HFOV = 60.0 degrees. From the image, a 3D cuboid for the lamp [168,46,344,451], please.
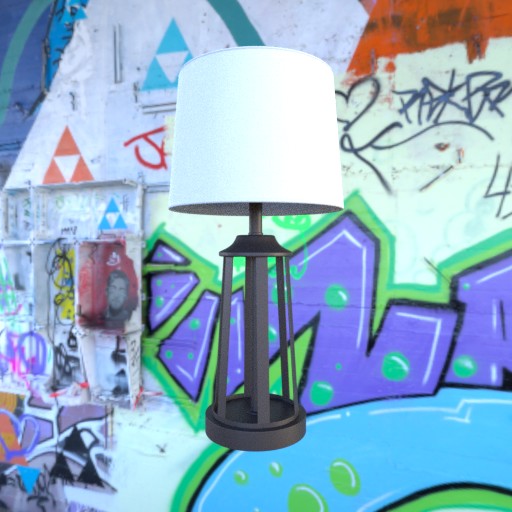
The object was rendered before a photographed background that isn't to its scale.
[{"bbox_3d":[0.000,0.000,0.647,0.251,0.509,0.251,0,1,0],"label":"lamp"}]
